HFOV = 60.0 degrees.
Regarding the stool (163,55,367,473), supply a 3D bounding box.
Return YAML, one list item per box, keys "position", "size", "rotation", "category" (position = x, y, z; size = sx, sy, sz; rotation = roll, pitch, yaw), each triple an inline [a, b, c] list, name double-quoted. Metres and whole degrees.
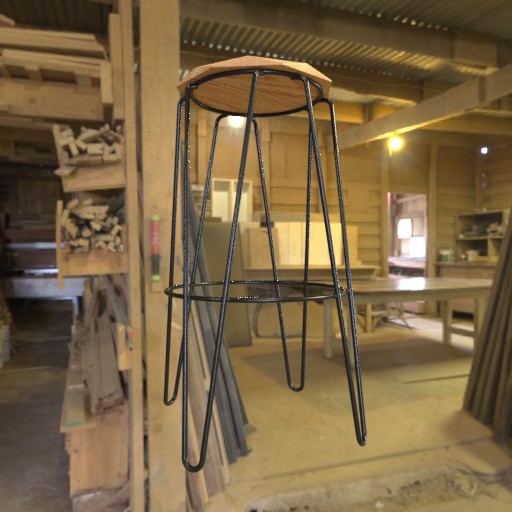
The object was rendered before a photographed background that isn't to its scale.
- position: [0.000, 0.000, 0.798]
  size: [0.326, 0.610, 0.326]
  rotation: [0, 1, -17]
  category: "stool"
